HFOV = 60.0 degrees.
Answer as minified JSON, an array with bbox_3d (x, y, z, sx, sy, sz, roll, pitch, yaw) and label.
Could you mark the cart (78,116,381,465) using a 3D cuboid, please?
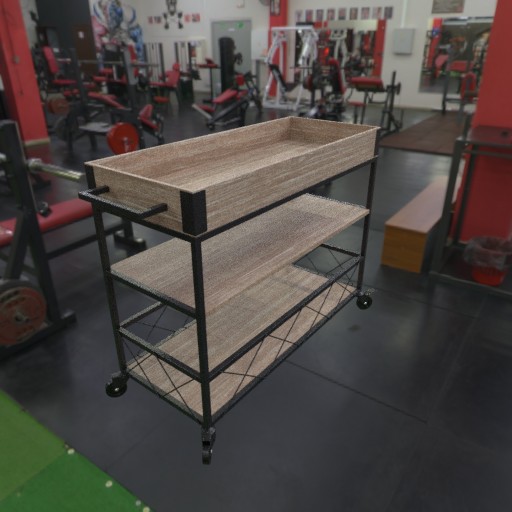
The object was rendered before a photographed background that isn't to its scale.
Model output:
[{"bbox_3d":[0.000,0.000,1.552,0.500,0.787,1.101,19,32,33],"label":"cart"}]
